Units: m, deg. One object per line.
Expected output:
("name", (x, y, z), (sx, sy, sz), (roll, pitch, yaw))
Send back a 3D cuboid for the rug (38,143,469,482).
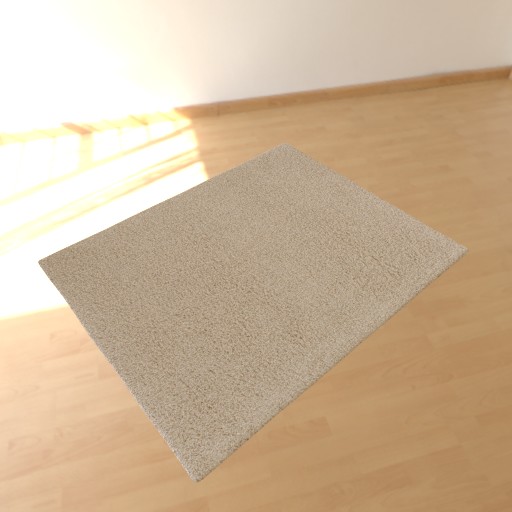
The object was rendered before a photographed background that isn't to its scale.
("rug", (0.000, 0.000, 3.987), (3.047, 0.029, 2.438), (-31, 53, -27))
